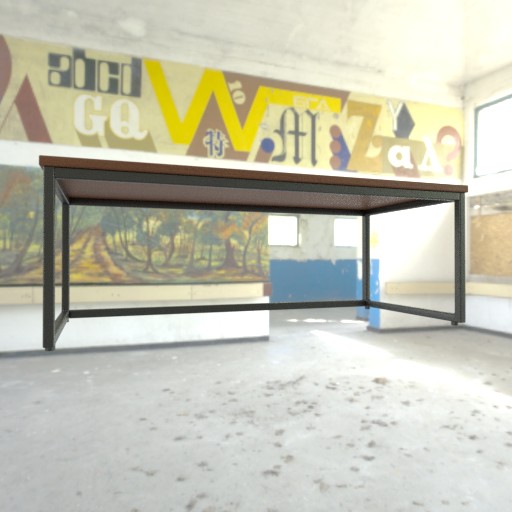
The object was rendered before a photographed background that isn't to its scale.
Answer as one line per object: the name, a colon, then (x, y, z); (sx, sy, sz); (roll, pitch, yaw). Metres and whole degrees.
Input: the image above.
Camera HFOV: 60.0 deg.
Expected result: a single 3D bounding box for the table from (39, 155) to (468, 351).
table: (0.000, 0.000, 1.306); (1.100, 0.400, 0.500); (0, 0, -19)
